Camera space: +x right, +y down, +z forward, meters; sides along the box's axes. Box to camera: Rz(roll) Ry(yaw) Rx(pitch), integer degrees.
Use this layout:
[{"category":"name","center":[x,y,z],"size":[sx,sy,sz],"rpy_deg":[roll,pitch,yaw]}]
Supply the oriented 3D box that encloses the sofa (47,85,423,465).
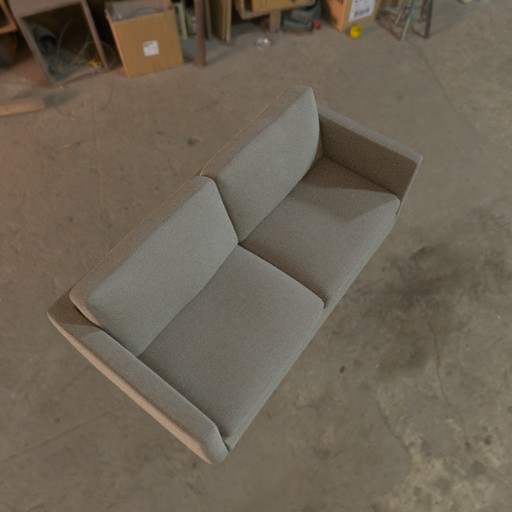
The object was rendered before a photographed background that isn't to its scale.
[{"category":"sofa","center":[0.000,0.000,2.416],"size":[0.951,0.947,1.884],"rpy_deg":[33,64,18]}]
